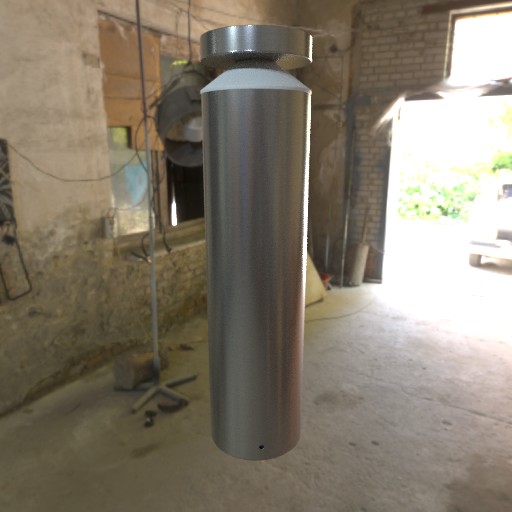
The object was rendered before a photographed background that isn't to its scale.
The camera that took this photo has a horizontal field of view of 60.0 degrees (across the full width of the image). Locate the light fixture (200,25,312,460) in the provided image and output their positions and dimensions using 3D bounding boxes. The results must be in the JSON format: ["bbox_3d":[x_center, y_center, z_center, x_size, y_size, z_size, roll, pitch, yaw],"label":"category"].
[{"bbox_3d":[0.000,0.000,0.446,0.102,0.400,0.102,-2,14,-6],"label":"light fixture"}]
